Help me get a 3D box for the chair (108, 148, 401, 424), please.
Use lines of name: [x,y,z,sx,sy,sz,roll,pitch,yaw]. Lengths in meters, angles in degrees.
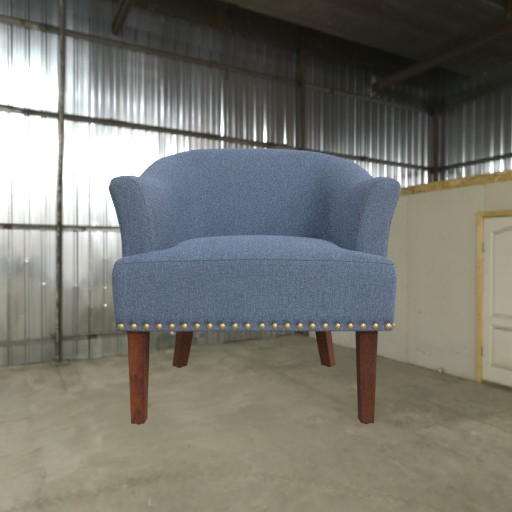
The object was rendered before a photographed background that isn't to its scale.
chair: [0.000,0.000,1.385,0.772,0.815,0.704,0,1,0]
